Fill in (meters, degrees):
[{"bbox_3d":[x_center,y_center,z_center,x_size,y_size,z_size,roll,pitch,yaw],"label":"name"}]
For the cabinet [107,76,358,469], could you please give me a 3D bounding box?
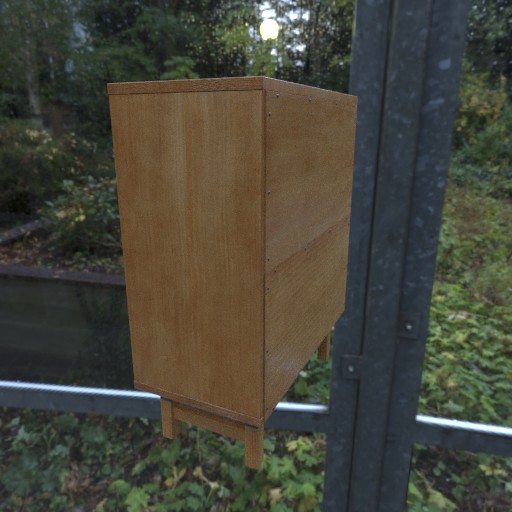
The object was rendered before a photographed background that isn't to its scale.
[{"bbox_3d":[0.000,0.000,1.436,0.419,1.001,0.800,8,18,24],"label":"cabinet"}]
